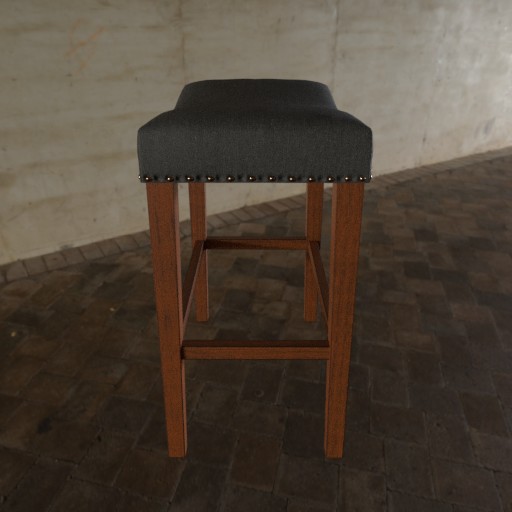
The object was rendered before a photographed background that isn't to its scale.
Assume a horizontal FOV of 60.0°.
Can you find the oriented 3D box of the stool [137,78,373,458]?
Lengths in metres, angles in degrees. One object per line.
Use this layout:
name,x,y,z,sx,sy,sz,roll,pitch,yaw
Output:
stool,0.000,0.000,0.865,0.320,0.612,0.439,0,28,0
